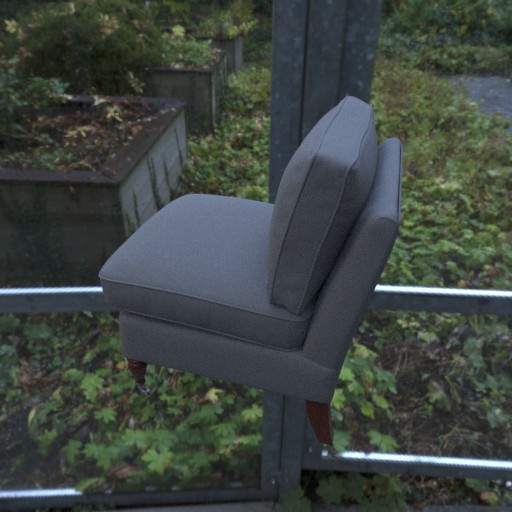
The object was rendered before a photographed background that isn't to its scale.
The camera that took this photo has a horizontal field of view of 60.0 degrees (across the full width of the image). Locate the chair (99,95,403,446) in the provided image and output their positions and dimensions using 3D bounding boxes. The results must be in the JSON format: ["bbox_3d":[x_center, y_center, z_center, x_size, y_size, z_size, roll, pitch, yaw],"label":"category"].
[{"bbox_3d":[0.000,0.000,1.644,0.924,1.045,0.724,9,32,14],"label":"chair"}]
